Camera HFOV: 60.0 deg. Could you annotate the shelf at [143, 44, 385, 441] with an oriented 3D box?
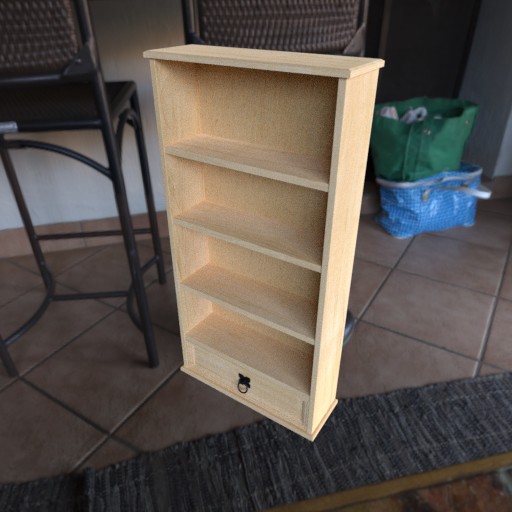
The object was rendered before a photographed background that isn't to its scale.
[{"bbox_3d":[0.000,0.000,1.236,0.520,1.030,0.175,19,36,28],"label":"shelf"}]
